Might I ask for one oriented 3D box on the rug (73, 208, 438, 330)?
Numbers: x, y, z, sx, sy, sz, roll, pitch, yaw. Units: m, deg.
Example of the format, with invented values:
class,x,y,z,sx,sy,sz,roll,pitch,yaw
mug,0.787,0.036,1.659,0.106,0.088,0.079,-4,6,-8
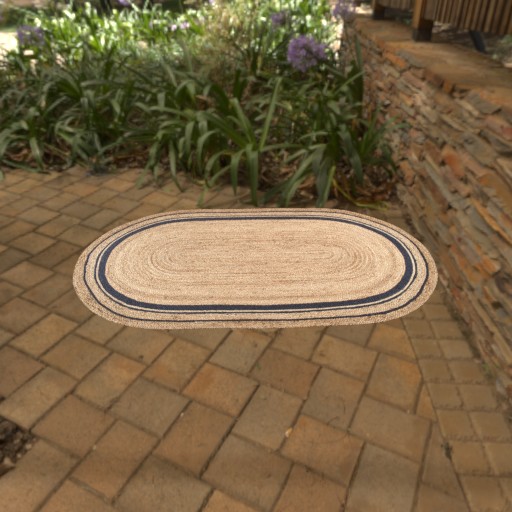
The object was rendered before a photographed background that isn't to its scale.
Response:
class,x,y,z,sx,sy,sz,roll,pitch,yaw
rug,0.000,0.000,3.068,2.432,0.006,1.520,-1,31,-2
